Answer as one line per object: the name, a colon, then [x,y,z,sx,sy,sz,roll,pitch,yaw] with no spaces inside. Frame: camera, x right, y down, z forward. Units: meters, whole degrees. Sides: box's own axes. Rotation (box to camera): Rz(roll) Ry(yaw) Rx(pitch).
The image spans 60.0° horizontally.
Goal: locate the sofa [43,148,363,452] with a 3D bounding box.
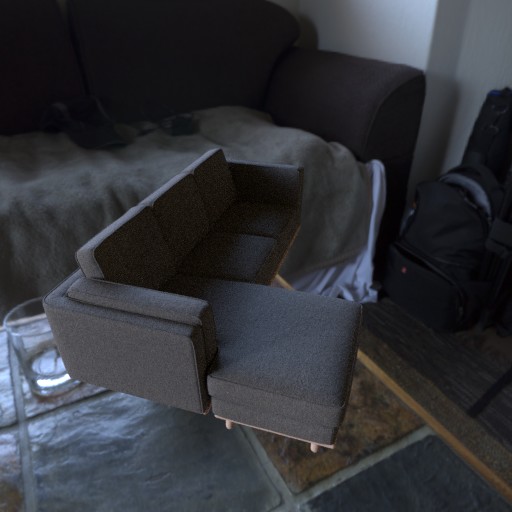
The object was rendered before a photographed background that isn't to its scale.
sofa: [0.000,0.000,3.162,1.604,0.929,2.411,9,32,15]
